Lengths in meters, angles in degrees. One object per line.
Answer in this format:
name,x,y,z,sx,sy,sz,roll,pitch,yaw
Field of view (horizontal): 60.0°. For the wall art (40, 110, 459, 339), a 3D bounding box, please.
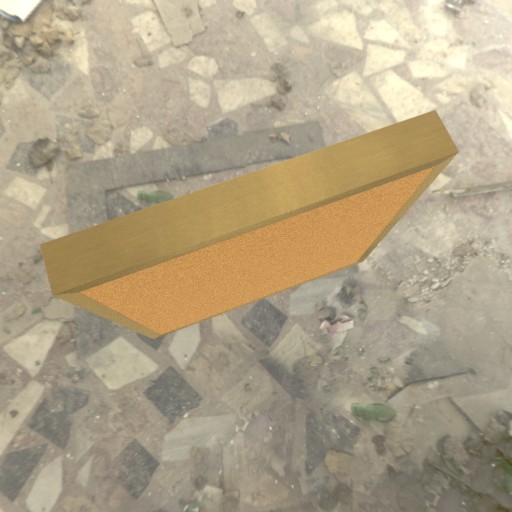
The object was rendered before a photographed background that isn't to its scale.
wall art,0.000,0.000,0.462,0.304,0.305,0.038,-20,75,-6
